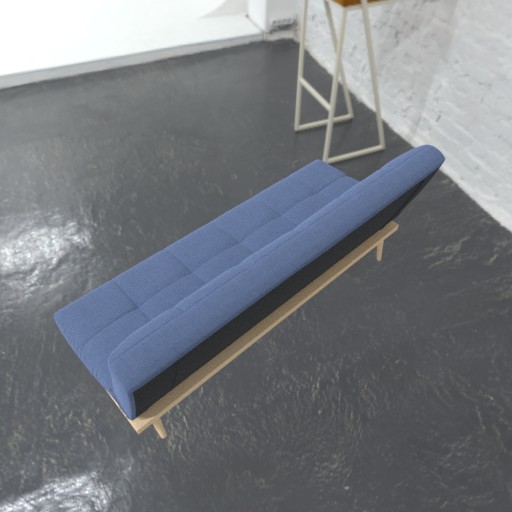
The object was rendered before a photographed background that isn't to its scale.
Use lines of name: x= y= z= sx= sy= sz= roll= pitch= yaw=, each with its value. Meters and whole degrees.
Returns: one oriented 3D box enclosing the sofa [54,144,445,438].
sofa: x=0.000 y=0.000 z=2.176 sx=1.800 sy=0.800 sz=0.796 roll=-34 pitch=55 yaw=-28
